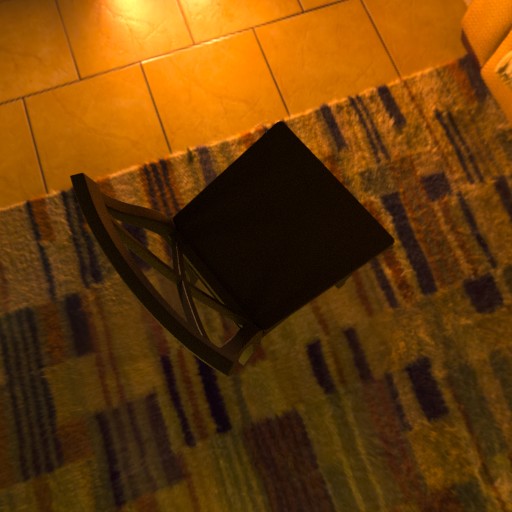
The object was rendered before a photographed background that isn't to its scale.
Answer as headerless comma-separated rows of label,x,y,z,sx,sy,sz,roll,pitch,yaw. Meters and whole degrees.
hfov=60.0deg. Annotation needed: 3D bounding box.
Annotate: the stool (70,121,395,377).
stool,0.000,0.000,1.250,0.559,0.989,0.452,-39,79,-9
